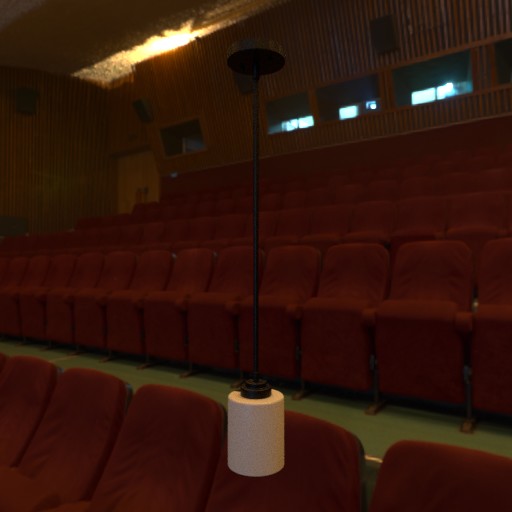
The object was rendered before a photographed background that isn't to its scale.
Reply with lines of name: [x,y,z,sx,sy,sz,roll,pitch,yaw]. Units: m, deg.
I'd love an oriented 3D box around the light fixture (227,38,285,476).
light fixture: [0.000,0.000,0.932,0.123,0.863,0.123,-1,-2,34]
